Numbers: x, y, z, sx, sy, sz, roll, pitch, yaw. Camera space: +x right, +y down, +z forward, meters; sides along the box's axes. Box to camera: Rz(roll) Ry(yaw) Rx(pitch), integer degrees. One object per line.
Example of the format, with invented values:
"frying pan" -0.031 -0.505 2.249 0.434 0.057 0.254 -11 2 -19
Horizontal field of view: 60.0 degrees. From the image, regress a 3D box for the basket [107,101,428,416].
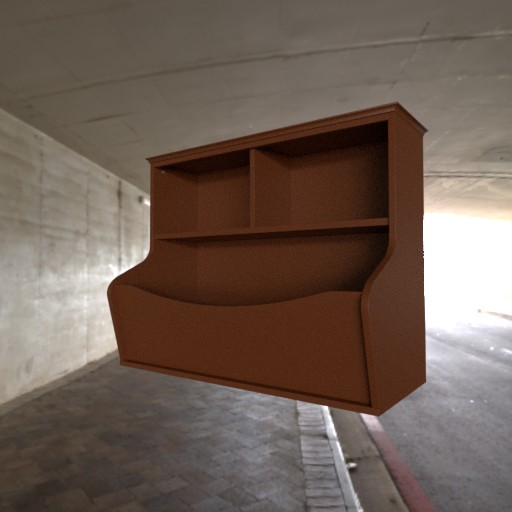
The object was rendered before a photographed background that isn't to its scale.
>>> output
"basket" 0.000 0.000 1.180 0.792 0.625 0.376 -1 -2 36
